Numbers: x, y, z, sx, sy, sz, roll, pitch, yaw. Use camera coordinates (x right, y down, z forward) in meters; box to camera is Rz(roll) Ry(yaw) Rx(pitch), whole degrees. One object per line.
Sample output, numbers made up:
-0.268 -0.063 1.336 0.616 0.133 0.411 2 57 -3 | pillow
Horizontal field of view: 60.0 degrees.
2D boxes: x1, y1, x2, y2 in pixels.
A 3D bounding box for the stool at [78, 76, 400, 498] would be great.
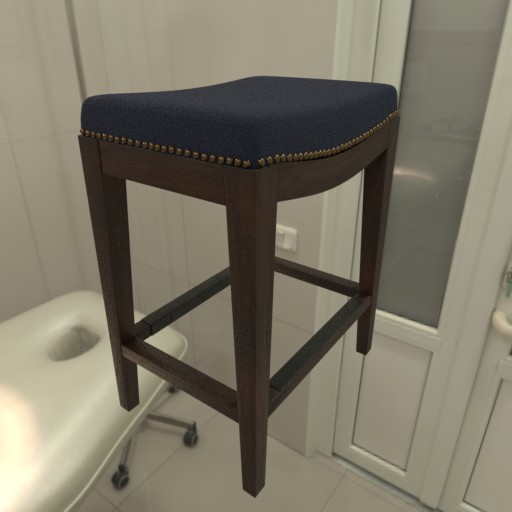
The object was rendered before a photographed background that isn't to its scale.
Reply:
0.000 0.000 0.900 0.361 0.642 0.500 18 32 32 | stool
